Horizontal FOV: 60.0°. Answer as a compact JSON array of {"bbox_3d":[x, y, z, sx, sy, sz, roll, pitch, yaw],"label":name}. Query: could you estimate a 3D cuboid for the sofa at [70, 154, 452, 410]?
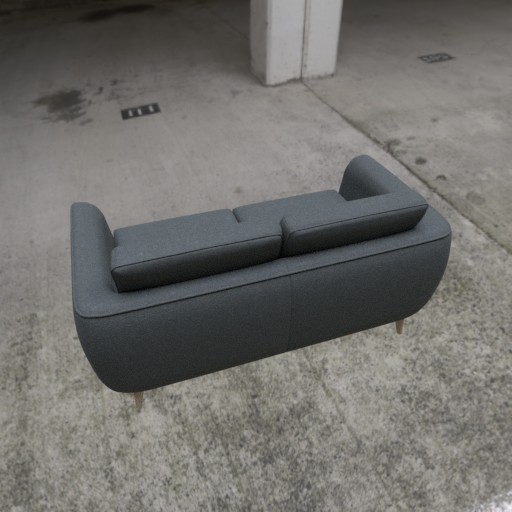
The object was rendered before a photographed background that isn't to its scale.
[{"bbox_3d":[0.000,0.000,2.225,1.700,0.850,0.920,-12,41,-14],"label":"sofa"}]
